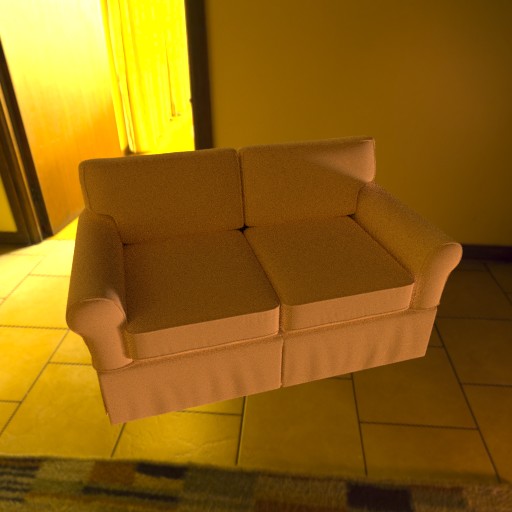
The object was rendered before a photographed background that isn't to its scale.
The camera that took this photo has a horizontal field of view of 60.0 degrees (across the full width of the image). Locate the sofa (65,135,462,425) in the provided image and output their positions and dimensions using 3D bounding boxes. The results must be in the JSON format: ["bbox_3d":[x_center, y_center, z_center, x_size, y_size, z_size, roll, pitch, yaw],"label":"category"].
[{"bbox_3d":[0.000,0.000,2.279,1.727,0.940,0.991,-8,32,-13],"label":"sofa"}]
